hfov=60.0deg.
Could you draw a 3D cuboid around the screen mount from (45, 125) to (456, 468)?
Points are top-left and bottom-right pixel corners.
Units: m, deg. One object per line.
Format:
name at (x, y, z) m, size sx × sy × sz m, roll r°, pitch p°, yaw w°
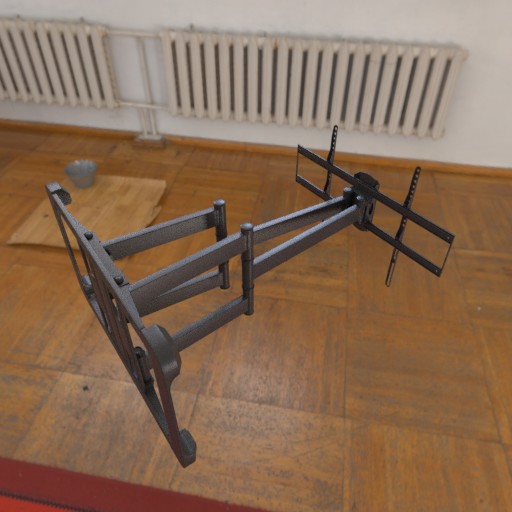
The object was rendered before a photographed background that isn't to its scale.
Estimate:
screen mount at (0.000, 0.000, 1.326) m, size 0.905 × 0.483 × 0.725 m, roll -24°, pitch 46°, yaw -26°
